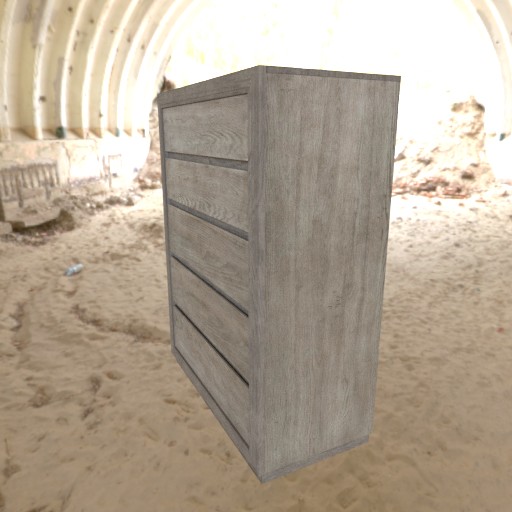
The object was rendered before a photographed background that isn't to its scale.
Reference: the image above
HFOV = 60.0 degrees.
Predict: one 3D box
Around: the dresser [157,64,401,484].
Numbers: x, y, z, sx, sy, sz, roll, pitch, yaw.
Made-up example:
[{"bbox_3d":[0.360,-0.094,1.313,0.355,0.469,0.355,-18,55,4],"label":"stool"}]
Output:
[{"bbox_3d":[0.000,0.000,1.806,0.483,1.295,0.967,-8,17,-26],"label":"dresser"}]
